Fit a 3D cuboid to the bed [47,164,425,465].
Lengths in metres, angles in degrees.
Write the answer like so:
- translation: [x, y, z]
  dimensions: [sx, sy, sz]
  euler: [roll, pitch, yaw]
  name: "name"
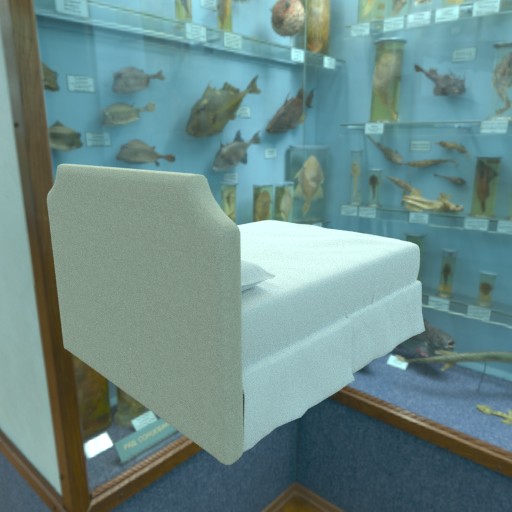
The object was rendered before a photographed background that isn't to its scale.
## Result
- translation: [0.000, 0.000, 3.089]
  dimensions: [1.693, 1.290, 2.116]
  euler: [14, 20, 42]
  name: "bed"
